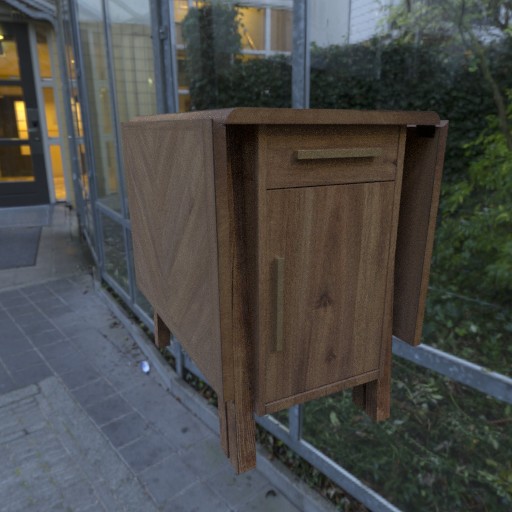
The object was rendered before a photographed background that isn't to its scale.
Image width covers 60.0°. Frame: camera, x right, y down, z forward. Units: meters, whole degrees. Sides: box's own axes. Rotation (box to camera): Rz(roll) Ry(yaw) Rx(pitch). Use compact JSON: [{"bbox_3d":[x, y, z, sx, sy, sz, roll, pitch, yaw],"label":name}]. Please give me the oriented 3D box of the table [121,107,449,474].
[{"bbox_3d":[0.000,0.000,1.613,0.701,0.981,0.967,-8,18,-26],"label":"table"}]
